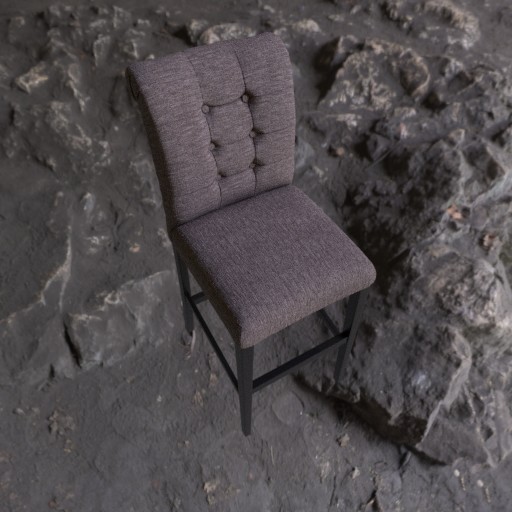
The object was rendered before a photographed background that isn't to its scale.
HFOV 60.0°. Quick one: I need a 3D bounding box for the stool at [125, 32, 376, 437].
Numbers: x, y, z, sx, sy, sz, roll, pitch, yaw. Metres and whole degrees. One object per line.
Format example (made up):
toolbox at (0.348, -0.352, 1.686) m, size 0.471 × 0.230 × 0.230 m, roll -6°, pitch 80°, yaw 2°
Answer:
stool at (0.000, 0.000, 1.417) m, size 0.452 × 1.131 × 0.613 m, roll -23°, pitch 52°, yaw -20°
